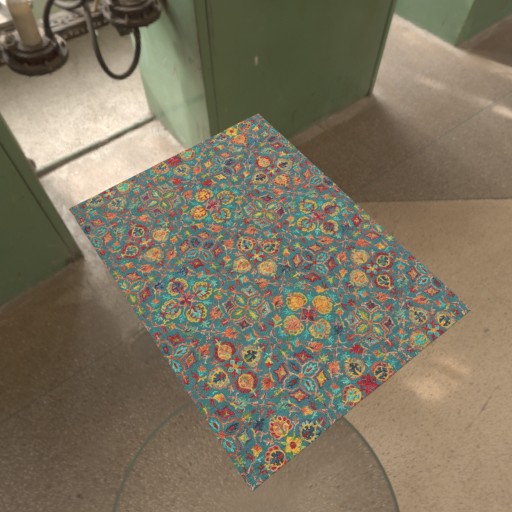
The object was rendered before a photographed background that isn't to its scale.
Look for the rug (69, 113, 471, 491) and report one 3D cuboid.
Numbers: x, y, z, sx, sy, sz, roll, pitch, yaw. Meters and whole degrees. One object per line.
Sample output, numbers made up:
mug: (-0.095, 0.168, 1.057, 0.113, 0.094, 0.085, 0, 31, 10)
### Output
rug: (0.000, 0.000, 4.261, 2.434, 0.025, 3.204, -32, 63, -18)
